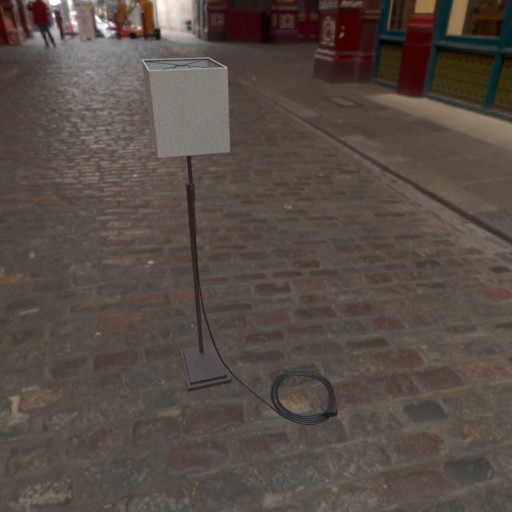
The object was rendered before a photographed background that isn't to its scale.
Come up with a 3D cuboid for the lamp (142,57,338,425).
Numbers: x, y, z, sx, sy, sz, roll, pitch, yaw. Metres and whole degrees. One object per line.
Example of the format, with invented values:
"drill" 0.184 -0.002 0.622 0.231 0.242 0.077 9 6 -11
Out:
"lamp" 0.000 0.000 2.021 0.774 1.600 0.698 -8 31 -14
